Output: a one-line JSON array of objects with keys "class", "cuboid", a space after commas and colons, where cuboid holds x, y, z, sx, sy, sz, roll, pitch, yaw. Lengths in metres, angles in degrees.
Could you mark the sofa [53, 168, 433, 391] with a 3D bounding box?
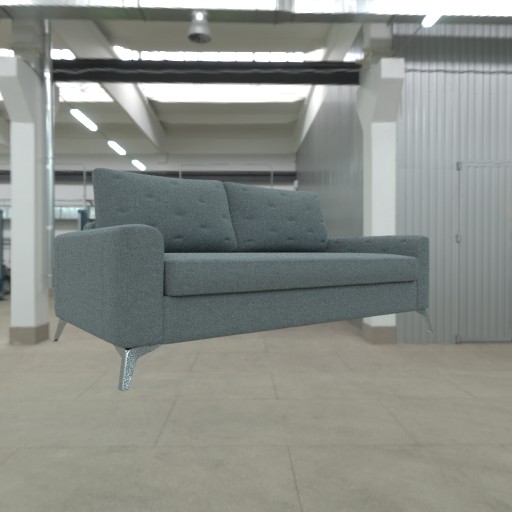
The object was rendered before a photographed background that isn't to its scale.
[{"class": "sofa", "cuboid": [0.000, 0.000, 2.139, 1.650, 0.790, 0.920, 0, 1, -37]}]
